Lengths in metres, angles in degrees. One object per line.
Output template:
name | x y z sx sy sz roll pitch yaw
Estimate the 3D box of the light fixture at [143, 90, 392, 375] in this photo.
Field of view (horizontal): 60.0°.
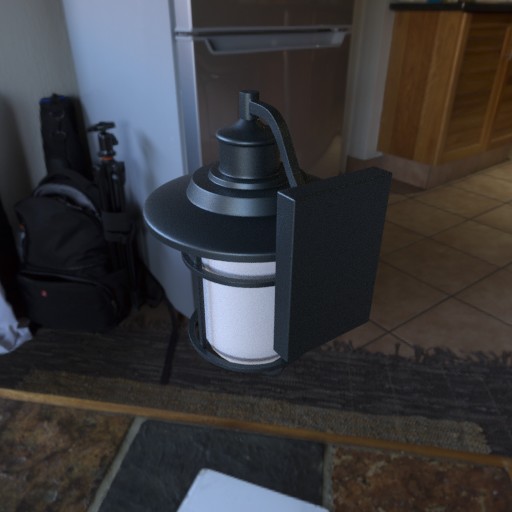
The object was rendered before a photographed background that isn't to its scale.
light fixture | 0.000 0.000 0.493 0.222 0.345 0.252 -19 35 -29
